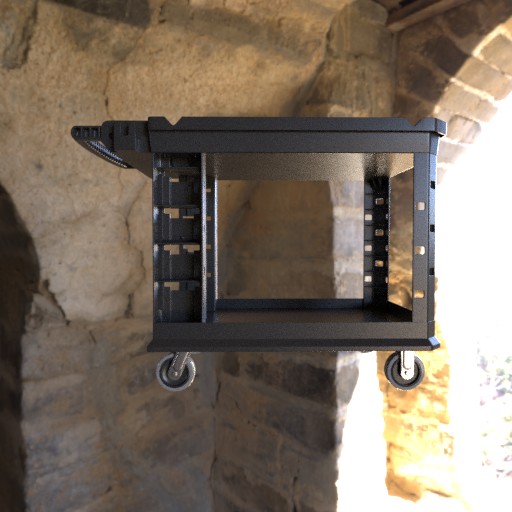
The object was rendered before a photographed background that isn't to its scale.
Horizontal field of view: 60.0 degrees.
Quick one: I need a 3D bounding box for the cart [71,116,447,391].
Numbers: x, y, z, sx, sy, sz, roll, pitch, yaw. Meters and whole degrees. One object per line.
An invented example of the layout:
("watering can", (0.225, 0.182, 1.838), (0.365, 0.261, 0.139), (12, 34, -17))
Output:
("cart", (0.000, 0.000, 1.725), (1.239, 0.884, 0.674), (0, 2, -1))
